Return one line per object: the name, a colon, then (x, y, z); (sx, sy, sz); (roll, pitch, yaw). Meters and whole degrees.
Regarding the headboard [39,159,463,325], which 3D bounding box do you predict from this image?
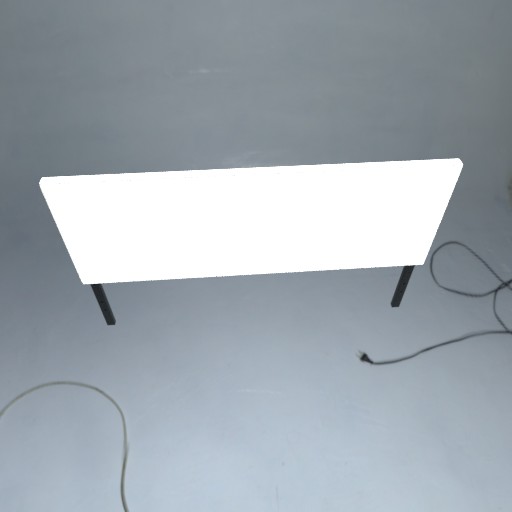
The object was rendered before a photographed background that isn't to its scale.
headboard: (0.000, 0.000, 2.978); (2.362, 1.410, 0.120); (-3, 46, -3)
